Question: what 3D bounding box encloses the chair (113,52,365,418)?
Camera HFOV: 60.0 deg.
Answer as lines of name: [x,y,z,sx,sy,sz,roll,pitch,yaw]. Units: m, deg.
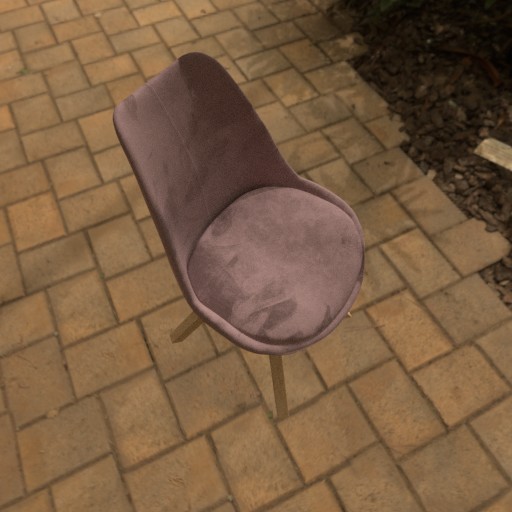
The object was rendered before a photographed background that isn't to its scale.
chair: [0.000,0.000,1.157,0.550,0.850,0.485,30,63,17]
